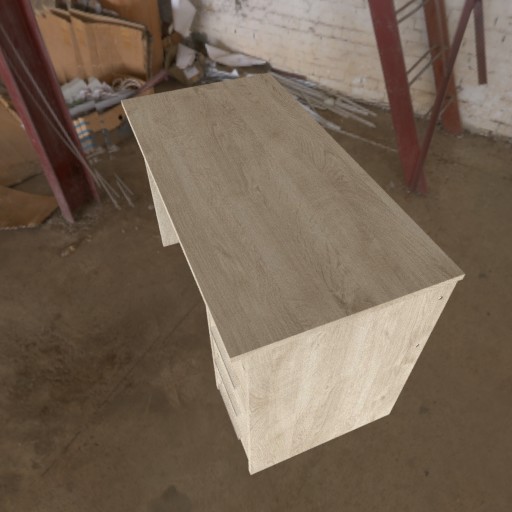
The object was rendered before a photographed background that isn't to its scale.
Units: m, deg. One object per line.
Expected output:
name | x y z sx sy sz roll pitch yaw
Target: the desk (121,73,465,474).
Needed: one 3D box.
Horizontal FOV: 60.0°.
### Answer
desk | 0.000 0.000 1.528 0.560 0.730 1.096 -17 49 -15
